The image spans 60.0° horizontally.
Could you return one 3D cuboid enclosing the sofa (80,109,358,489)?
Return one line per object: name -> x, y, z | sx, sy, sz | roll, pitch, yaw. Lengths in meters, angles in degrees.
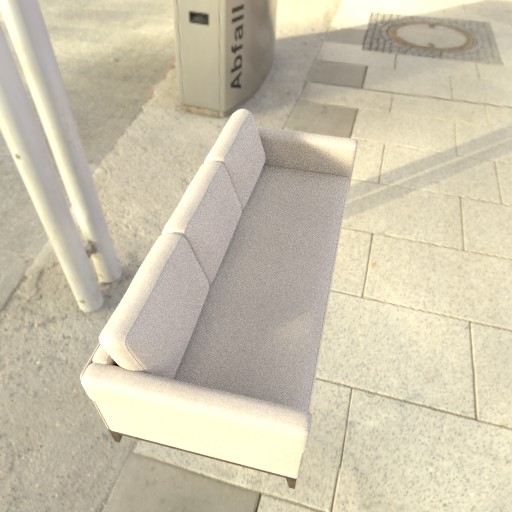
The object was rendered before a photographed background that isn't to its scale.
sofa -> 0.000, 0.000, 2.644 | 0.959, 0.838, 2.210 | 10, 46, 10
